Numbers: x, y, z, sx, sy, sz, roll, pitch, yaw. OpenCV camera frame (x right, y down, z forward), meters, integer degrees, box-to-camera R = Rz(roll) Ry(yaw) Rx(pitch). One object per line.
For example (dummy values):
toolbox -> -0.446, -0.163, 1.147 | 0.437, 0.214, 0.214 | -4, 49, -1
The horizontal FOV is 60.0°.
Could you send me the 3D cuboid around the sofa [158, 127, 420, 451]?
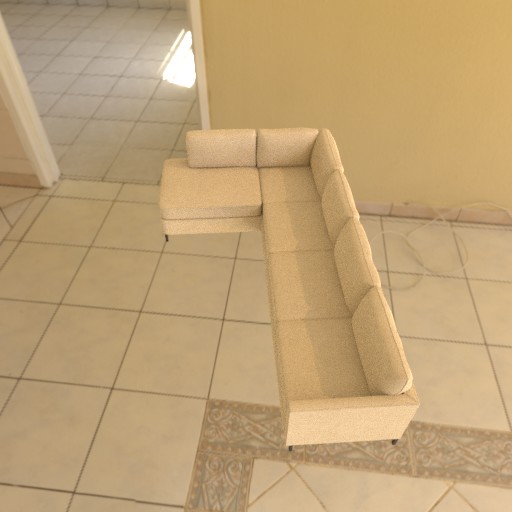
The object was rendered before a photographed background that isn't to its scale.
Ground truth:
sofa -> 0.000, 0.000, 4.320 | 2.048, 0.996, 3.384 | -2, 46, -2
